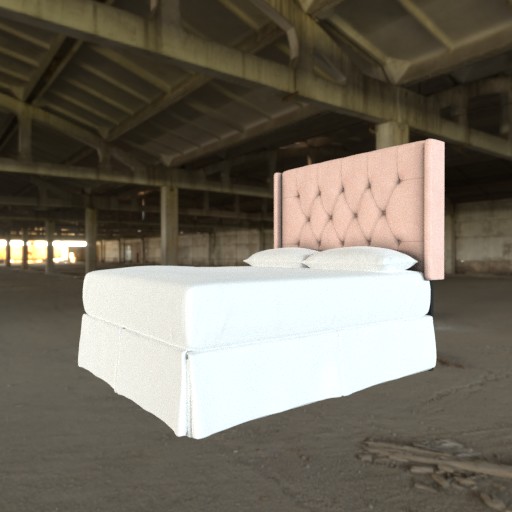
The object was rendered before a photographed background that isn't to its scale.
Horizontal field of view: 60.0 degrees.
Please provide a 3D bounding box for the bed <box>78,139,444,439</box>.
[{"bbox_3d":[0.000,0.000,3.208,2.066,1.665,1.719,0,1,-37],"label":"bed"}]
